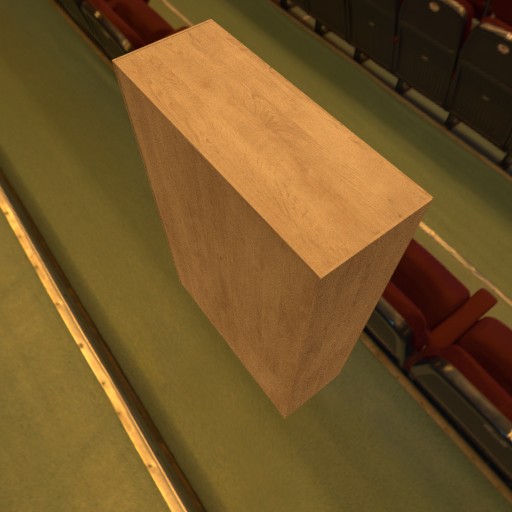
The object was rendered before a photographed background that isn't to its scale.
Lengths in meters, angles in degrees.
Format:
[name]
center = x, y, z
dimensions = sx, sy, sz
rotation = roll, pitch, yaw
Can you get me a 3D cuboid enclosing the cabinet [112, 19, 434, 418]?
[cabinet]
center = 0.000, 0.000, 2.451
dimensions = 0.510, 1.910, 1.290
rotation = -33, 64, -19
